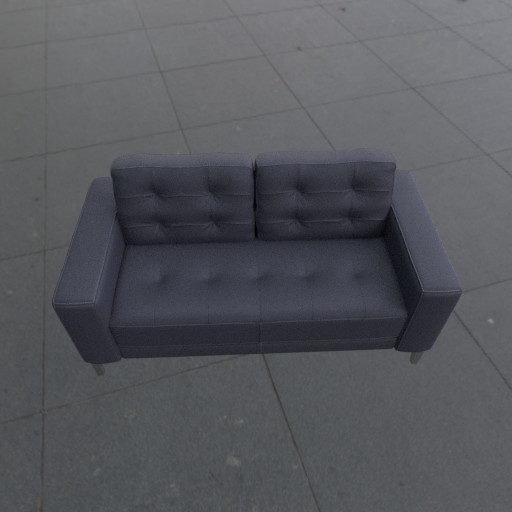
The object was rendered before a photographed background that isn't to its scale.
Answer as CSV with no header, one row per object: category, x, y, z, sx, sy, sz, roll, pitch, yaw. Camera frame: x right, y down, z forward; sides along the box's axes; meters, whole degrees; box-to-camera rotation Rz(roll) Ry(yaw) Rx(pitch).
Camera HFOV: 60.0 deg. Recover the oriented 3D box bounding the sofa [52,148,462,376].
sofa,0.000,0.000,2.210,1.726,0.893,0.833,-2,48,-2
